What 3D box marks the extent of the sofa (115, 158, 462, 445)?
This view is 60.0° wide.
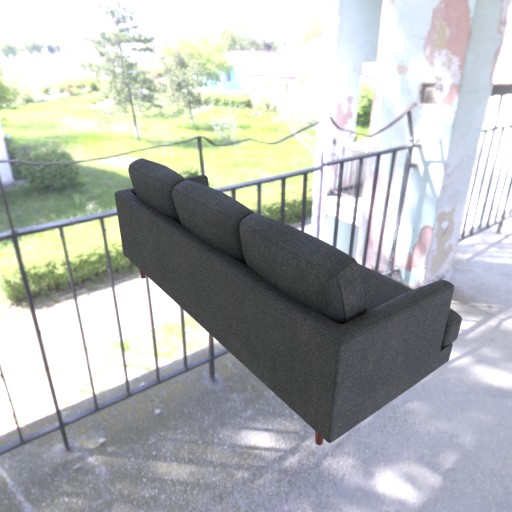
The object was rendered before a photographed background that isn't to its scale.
[{"bbox_3d":[0.000,0.000,2.725,0.903,0.930,2.246,-18,32,-32],"label":"sofa"}]
